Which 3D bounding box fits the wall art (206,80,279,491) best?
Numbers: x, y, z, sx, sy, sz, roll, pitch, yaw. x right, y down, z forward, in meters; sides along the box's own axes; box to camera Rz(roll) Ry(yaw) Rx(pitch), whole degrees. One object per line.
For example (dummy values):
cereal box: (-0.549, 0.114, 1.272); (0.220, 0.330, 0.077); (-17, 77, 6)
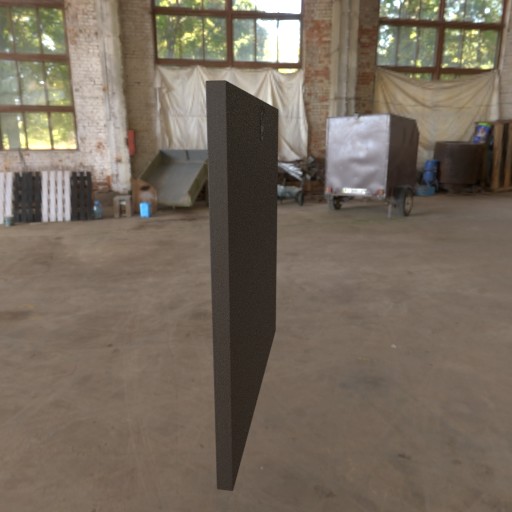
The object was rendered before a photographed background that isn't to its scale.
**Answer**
wall art: (0.000, 0.000, 1.210); (0.043, 0.807, 0.805); (2, 15, 9)
